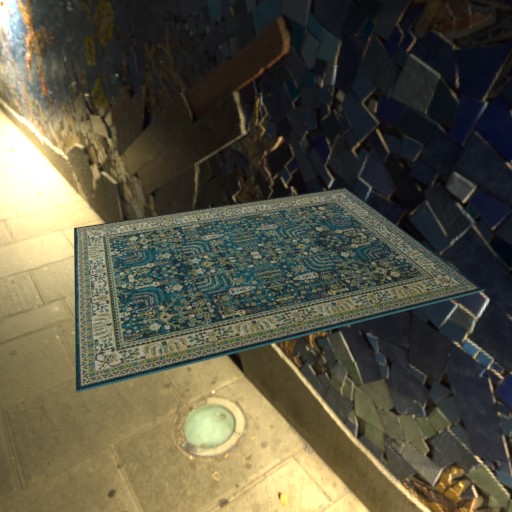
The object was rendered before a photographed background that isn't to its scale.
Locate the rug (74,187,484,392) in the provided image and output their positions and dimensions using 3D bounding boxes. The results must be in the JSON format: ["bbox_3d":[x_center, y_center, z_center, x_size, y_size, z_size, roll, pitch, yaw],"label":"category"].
[{"bbox_3d":[0.000,0.000,2.865,2.213,0.013,1.594,-11,33,-17],"label":"rug"}]
